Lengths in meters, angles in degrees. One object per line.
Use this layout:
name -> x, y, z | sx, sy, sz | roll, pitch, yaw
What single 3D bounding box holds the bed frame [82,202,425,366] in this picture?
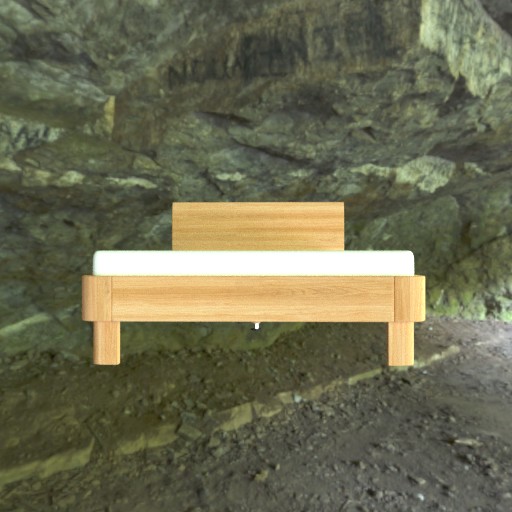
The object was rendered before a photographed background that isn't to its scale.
bed frame -> 0.000, 0.000, 2.833 | 1.472, 0.940, 1.992 | 0, 0, 1
